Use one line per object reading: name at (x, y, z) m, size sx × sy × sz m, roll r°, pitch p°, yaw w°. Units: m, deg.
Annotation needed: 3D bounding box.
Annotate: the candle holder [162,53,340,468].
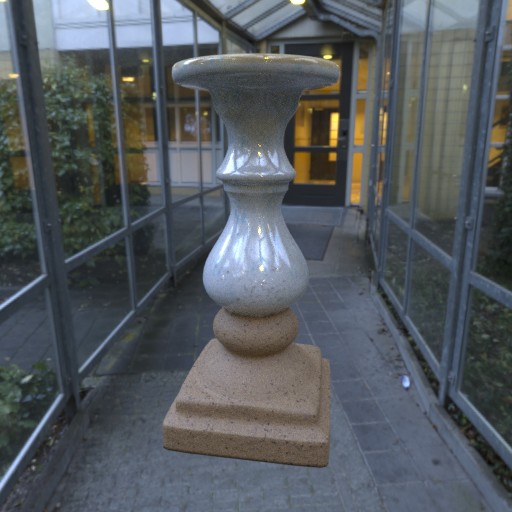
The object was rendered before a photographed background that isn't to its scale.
candle holder at (0.000, 0.000, 0.302) m, size 0.110 × 0.239 × 0.110 m, roll 2°, pitch 15°, yaw 9°
